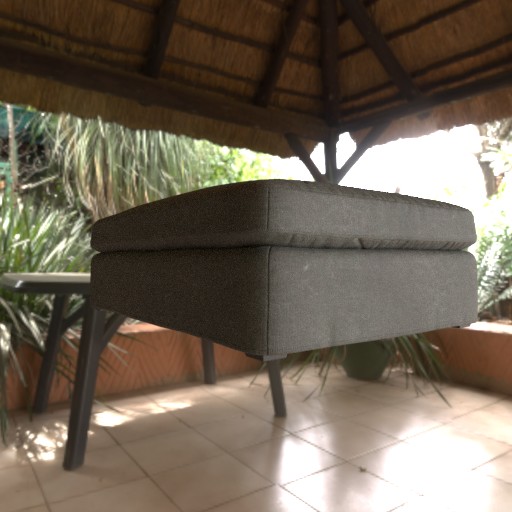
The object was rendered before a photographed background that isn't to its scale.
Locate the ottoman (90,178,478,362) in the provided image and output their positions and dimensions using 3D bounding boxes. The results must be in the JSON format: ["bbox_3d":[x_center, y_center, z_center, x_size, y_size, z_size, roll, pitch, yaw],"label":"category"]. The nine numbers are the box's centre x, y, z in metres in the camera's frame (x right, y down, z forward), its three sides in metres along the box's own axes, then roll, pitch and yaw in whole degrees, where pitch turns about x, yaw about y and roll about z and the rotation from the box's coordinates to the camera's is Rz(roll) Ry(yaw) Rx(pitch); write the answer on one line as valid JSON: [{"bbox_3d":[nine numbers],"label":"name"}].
[{"bbox_3d":[0.000,0.000,1.558,0.840,0.429,1.199,0,-1,-36],"label":"ottoman"}]
